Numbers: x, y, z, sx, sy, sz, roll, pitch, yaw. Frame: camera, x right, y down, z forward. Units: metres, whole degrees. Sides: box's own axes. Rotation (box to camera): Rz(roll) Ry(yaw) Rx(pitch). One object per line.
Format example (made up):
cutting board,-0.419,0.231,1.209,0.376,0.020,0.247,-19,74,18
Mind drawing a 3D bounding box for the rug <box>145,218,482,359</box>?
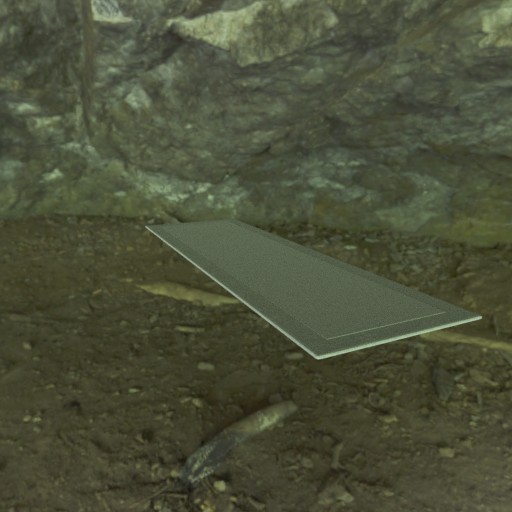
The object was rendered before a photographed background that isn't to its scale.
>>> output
rug,0.000,0.000,2.599,0.759,0.012,2.430,-7,16,-25
